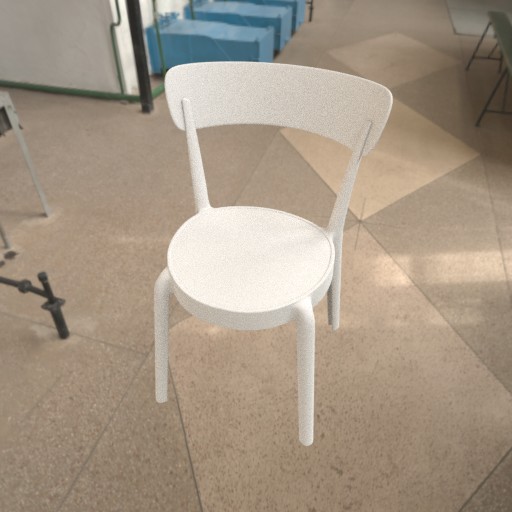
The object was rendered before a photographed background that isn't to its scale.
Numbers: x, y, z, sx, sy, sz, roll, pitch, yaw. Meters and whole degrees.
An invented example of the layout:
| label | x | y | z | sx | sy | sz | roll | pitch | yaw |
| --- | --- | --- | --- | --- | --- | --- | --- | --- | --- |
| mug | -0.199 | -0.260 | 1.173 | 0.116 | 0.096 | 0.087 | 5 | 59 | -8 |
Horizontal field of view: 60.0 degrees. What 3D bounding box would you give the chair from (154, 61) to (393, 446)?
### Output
| label | x | y | z | sx | sy | sz | roll | pitch | yaw |
| --- | --- | --- | --- | --- | --- | --- | --- | --- | --- |
| chair | 0.000 | 0.000 | 1.115 | 0.506 | 0.790 | 0.491 | 11 | 42 | 13 |
